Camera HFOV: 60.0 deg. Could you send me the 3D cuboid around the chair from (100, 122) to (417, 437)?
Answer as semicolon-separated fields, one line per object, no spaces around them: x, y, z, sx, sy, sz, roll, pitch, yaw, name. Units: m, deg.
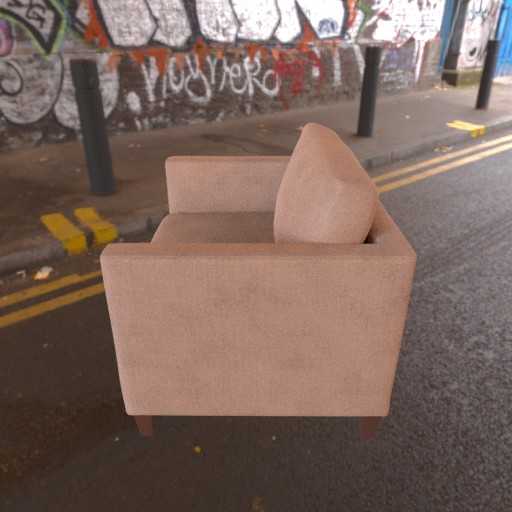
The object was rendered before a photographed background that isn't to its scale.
0.000;0.000;1.874;0.959;0.961;1.133;0;27;0;chair
